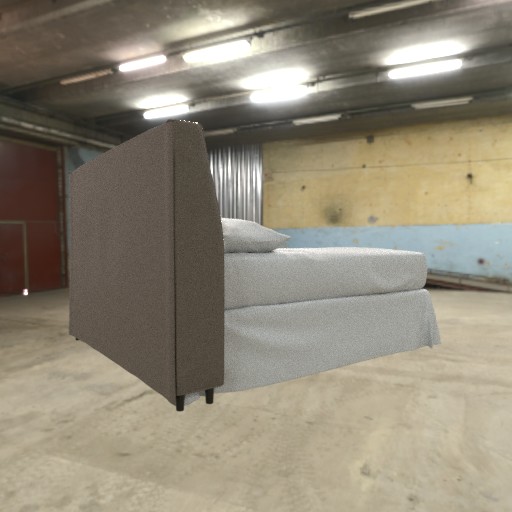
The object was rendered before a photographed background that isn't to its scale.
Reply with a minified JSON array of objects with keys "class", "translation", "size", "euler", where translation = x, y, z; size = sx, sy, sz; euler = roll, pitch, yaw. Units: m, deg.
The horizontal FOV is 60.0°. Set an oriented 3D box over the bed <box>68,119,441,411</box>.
[{"class":"bed","translation":[0.000,0.000,3.367],"size":[2.276,1.332,1.925],"euler":[-1,2,-36]}]
